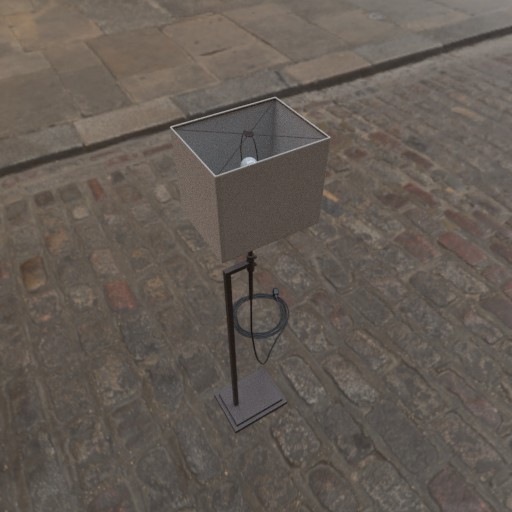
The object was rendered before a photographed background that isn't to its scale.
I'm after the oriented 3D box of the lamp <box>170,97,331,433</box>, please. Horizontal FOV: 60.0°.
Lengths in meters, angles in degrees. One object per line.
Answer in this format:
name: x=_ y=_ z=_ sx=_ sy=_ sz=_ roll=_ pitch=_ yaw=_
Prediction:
lamp: x=0.000 y=0.000 z=2.011 sx=0.698 sy=1.600 sz=0.774 roll=-23 pitch=50 yaw=-21
